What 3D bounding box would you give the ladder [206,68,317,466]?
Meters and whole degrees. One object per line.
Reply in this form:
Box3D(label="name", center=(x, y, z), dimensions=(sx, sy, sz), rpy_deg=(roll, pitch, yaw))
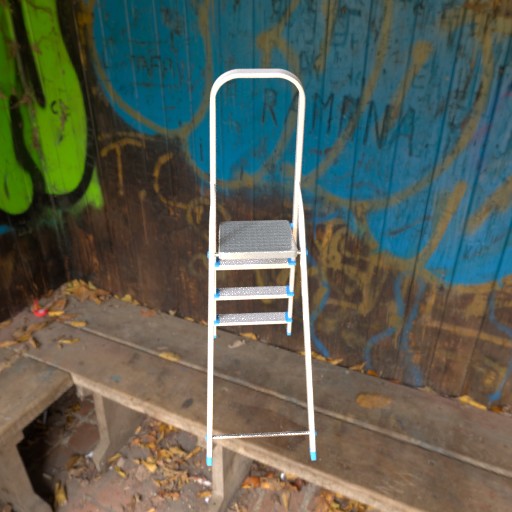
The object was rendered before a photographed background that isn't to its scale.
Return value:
Box3D(label="ladder", center=(0.000, 0.000, 1.807), dimensions=(0.445, 1.434, 0.842), rpy_deg=(-2, 28, -3))
